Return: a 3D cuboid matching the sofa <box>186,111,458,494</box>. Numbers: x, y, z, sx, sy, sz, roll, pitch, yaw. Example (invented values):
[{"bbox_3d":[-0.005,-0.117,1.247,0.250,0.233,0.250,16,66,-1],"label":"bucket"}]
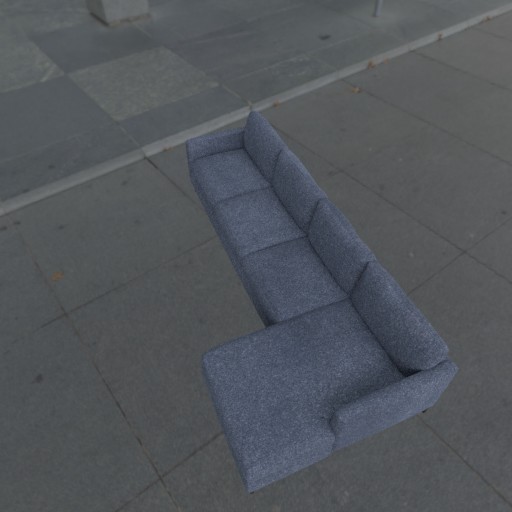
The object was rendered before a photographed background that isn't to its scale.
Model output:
[{"bbox_3d":[0.000,0.000,3.408,1.350,0.810,2.932,-17,50,-15],"label":"sofa"}]
